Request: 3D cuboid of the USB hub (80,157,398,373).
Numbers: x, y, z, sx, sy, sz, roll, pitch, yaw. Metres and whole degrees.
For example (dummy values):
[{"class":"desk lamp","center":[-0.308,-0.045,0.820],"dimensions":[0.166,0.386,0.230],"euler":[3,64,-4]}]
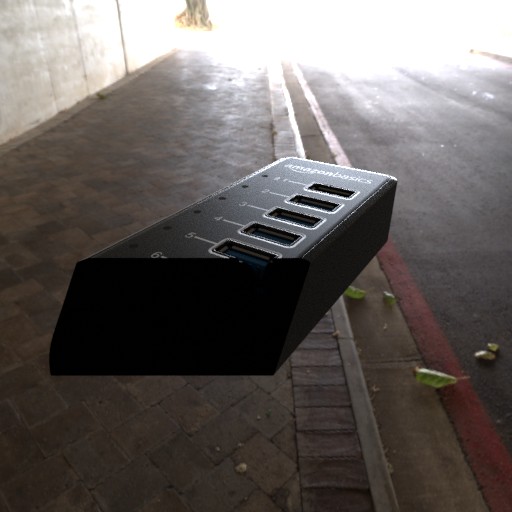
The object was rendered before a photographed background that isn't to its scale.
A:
[{"class":"USB hub","center":[0.000,0.000,0.124],"dimensions":[0.044,0.023,0.110],"euler":[18,34,28]}]
